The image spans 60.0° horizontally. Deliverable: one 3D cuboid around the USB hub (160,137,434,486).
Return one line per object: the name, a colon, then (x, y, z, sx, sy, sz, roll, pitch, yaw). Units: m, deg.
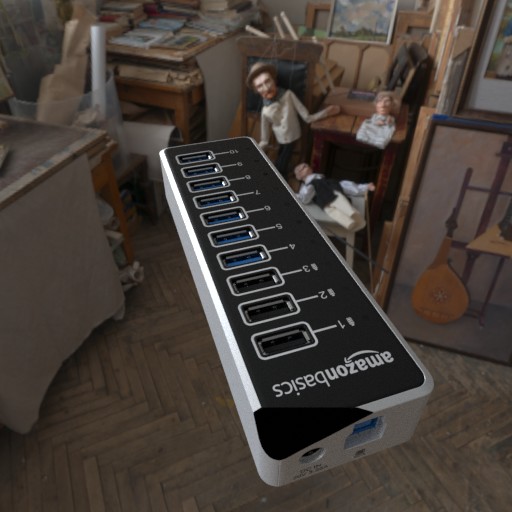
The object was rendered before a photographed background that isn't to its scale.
USB hub: (0.000, 0.000, 0.158, 0.044, 0.023, 0.145, -12, 42, -14)
